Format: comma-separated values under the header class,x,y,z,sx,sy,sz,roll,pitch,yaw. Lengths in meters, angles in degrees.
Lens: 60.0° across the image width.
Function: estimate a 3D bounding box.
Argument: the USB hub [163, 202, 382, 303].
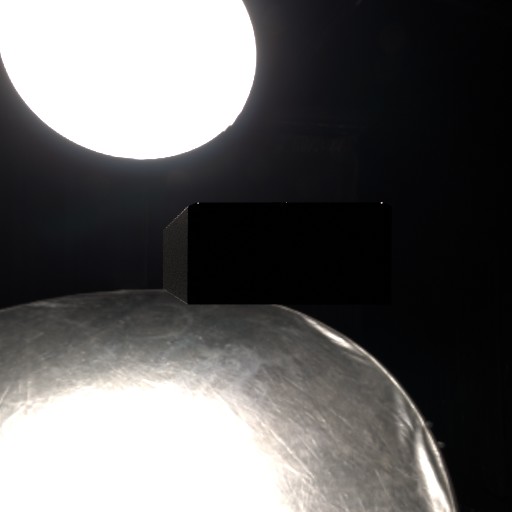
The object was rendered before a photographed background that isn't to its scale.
class,x,y,z,sx,sy,sz,roll,pitch,yaw
USB hub,0.000,0.000,0.126,0.044,0.023,0.110,0,-1,-16
